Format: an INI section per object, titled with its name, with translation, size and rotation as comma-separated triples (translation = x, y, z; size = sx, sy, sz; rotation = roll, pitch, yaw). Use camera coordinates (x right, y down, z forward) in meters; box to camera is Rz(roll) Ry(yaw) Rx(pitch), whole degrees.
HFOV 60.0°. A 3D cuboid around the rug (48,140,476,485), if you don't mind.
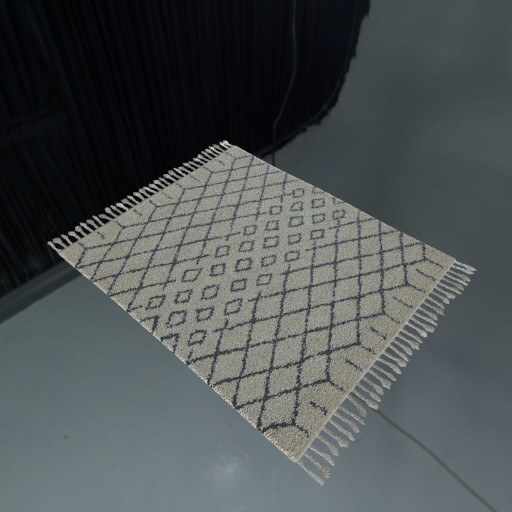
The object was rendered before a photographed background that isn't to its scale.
[rug]
translation = 0.000, 0.000, 4.091
size = 3.213, 0.030, 2.388
rotation = 33, 55, 27
